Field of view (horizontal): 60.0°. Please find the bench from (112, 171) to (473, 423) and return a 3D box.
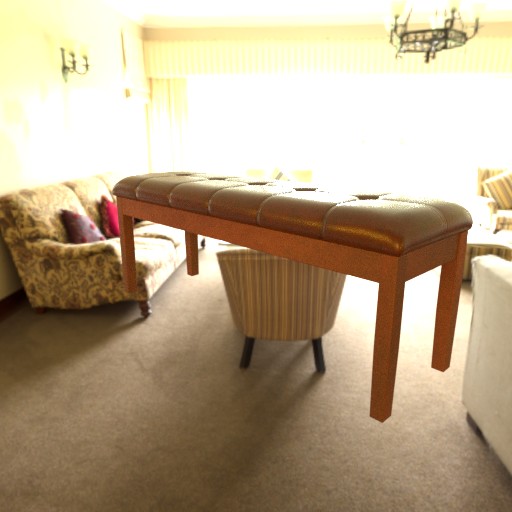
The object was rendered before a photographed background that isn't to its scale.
[{"bbox_3d":[0.000,0.000,1.514,0.401,0.491,1.259,-15,22,-42],"label":"bench"}]
